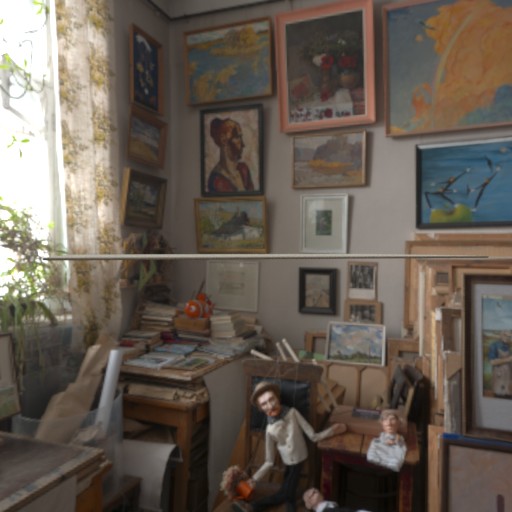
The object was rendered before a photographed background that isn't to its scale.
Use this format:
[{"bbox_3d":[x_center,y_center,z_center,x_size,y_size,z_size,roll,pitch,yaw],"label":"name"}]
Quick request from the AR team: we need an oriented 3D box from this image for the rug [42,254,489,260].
[{"bbox_3d":[0.000,0.000,2.985,2.441,0.014,1.531,0,1,-18],"label":"rug"}]
